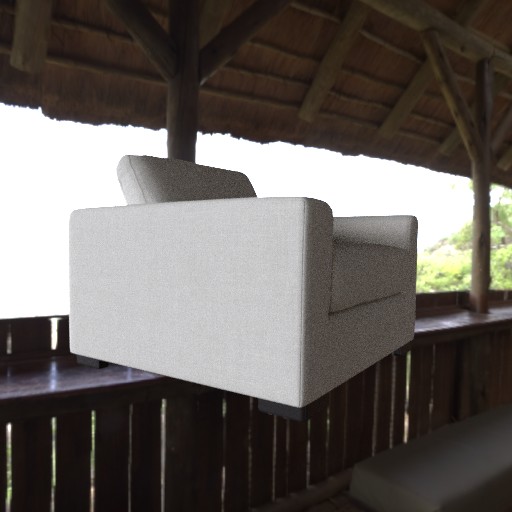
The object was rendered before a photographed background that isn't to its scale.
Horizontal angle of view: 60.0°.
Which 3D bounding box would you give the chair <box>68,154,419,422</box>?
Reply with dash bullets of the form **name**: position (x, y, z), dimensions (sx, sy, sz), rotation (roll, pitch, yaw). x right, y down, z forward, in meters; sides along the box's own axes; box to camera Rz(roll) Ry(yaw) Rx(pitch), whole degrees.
- **chair**: position (0.000, 0.000, 1.892), dimensions (1.100, 0.876, 1.070), rotation (1, 2, 35)
